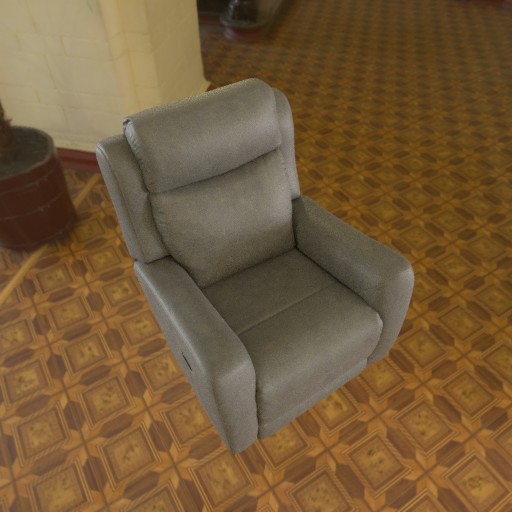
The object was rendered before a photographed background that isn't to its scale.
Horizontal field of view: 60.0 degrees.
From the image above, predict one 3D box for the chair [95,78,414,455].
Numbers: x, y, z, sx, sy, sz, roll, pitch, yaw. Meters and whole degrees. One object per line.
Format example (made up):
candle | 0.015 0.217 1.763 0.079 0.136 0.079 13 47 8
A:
chair | 0.000 0.000 1.944 0.965 1.116 1.068 -25 52 -22
